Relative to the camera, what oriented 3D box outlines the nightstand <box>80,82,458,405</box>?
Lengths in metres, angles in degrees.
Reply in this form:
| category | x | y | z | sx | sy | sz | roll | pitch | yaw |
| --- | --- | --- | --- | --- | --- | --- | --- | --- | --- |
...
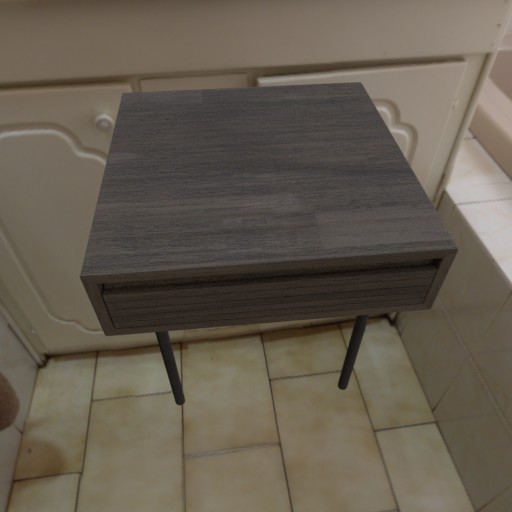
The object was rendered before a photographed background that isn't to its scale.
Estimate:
| category | x | y | z | sx | sy | sz | roll | pitch | yaw |
| --- | --- | --- | --- | --- | --- | --- | --- | --- | --- |
| nightstand | 0.000 | 0.000 | 0.930 | 0.502 | 0.497 | 0.503 | -4 | 46 | -4 |
